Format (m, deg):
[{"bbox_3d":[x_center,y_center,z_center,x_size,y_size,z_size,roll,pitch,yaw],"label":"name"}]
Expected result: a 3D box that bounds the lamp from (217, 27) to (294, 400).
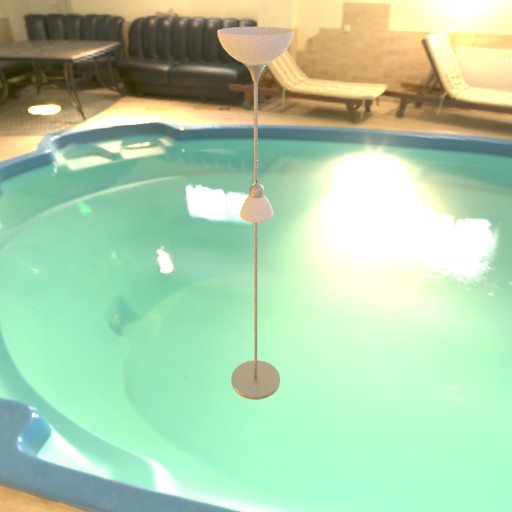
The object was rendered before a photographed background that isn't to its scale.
[{"bbox_3d":[0.000,0.000,1.998,0.279,1.804,0.425,0,33,-1],"label":"lamp"}]
